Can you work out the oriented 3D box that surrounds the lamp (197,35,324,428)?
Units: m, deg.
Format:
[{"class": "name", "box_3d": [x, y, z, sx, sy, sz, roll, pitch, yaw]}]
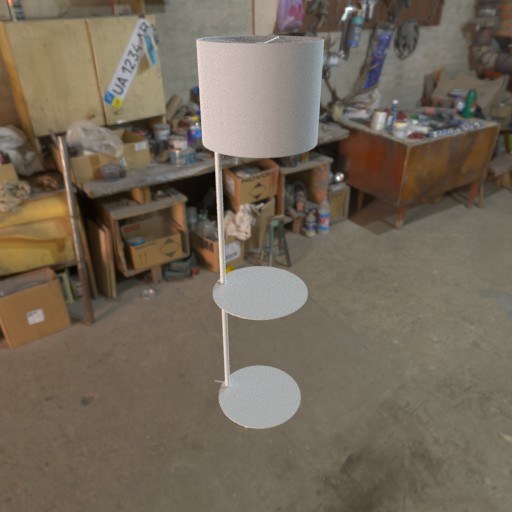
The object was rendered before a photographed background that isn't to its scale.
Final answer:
[{"class": "lamp", "box_3d": [0.000, 0.000, 1.662, 0.405, 1.465, 0.372, 10, 31, 17]}]
